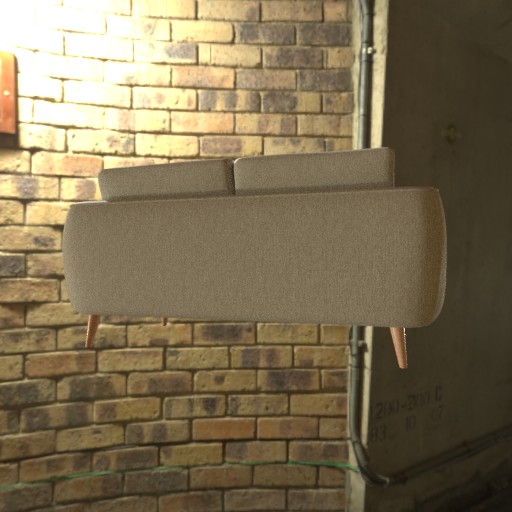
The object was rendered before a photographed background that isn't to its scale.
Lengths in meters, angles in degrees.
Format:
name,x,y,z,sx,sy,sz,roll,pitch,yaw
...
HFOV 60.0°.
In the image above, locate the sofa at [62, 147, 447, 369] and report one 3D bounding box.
name,x,y,z,sx,sy,sz,roll,pitch,yaw
sofa,0.000,0.000,2.217,1.700,0.850,0.920,0,-1,17
